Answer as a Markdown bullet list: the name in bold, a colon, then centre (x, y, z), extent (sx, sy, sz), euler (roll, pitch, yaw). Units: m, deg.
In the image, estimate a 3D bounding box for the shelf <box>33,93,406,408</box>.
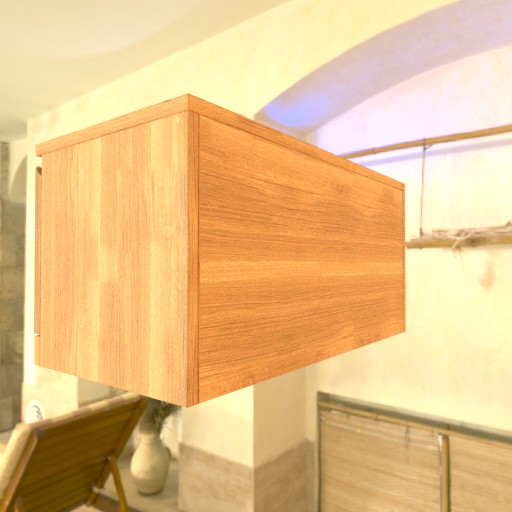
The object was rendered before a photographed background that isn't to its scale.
- **shelf**: centre (0.000, 0.000, 0.999), extent (0.400, 0.400, 0.800), euler (-1, -1, 38)
